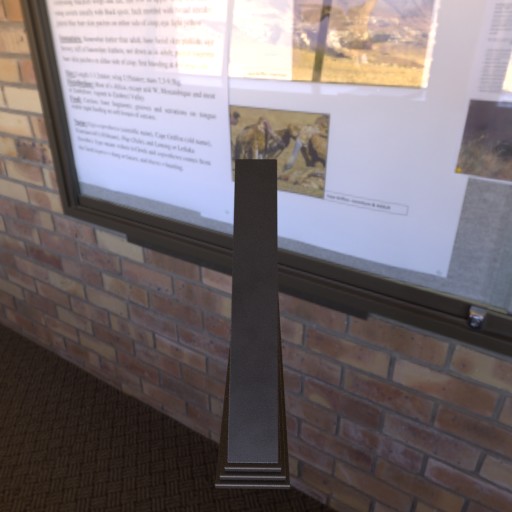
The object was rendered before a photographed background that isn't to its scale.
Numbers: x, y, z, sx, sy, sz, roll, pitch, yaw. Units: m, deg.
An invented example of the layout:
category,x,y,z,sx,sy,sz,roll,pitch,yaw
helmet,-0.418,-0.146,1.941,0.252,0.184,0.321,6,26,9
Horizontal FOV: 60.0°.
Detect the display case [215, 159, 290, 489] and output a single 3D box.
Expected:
category,x,y,z,sx,sy,sz,roll,pitch,yaw
display case,0.000,0.000,0.772,0.095,0.340,0.640,0,27,1
